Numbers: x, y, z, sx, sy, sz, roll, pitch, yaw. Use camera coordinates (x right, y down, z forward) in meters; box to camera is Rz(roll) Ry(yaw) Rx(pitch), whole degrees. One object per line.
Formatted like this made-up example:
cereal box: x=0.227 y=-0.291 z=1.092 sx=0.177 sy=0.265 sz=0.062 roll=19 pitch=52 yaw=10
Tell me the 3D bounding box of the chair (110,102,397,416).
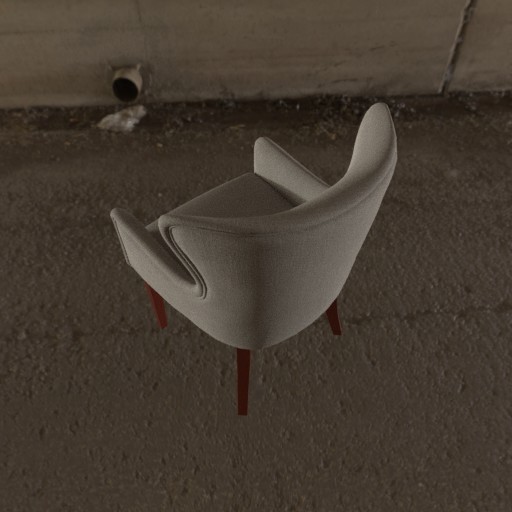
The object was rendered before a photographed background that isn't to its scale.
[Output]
chair: x=0.000 y=0.000 z=1.465 sx=0.732 sy=0.948 sz=0.677 roll=-33 pitch=55 yaw=-27
